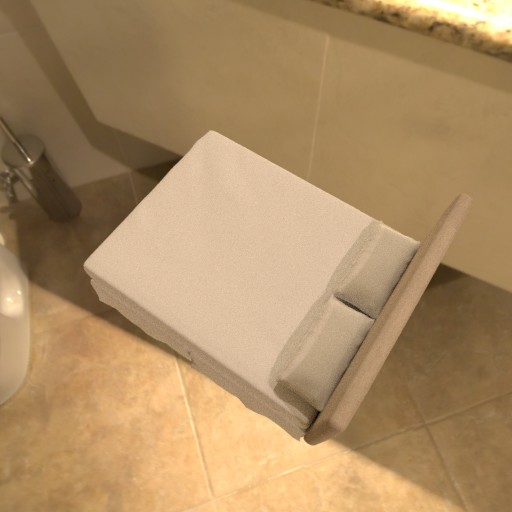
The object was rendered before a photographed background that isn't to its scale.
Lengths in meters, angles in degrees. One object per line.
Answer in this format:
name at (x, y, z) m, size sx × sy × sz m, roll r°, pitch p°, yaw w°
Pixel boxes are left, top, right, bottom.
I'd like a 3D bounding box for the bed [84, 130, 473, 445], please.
bed at (0.000, 0.000, 3.272) m, size 2.162 × 1.330 × 1.713 m, roll 32°, pitch 68°, yaw 14°
